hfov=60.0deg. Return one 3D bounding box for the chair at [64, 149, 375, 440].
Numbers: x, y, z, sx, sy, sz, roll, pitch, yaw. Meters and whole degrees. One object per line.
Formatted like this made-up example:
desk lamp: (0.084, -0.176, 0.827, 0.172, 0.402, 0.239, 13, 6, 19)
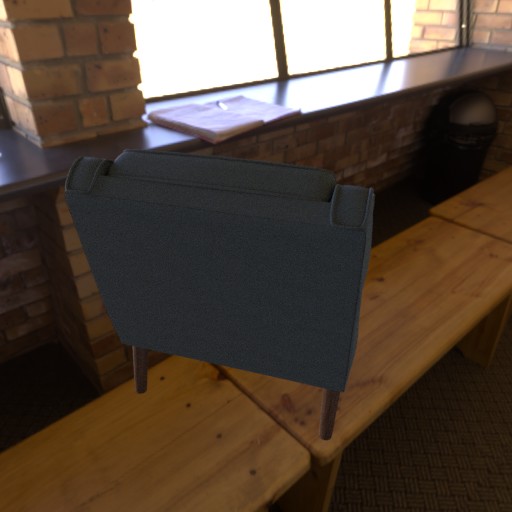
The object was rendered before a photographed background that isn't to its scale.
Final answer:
chair: (0.000, 0.000, 1.341, 0.663, 0.780, 0.733, 9, 33, 14)
